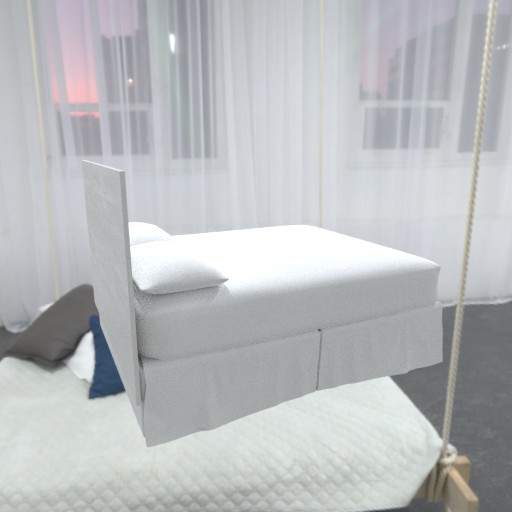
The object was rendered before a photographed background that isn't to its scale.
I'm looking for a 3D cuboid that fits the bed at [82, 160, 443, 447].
[{"bbox_3d":[0.000,0.000,3.188,2.094,1.335,1.745,-7,16,-25],"label":"bed"}]
